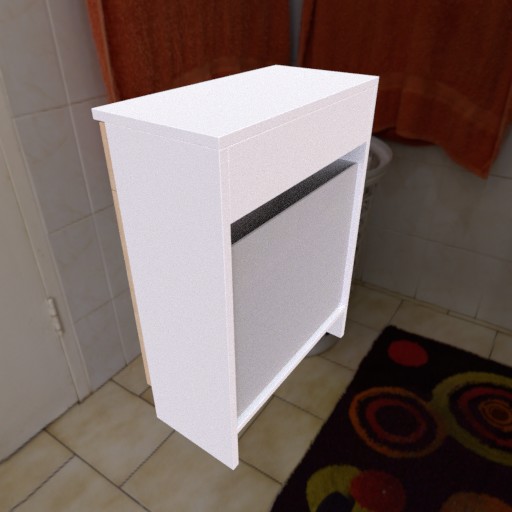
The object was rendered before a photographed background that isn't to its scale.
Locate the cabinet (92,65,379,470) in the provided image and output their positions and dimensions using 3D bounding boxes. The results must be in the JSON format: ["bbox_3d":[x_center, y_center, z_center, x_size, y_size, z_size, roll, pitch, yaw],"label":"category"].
[{"bbox_3d":[0.000,0.000,1.140,0.296,0.815,0.600,21,37,30],"label":"cabinet"}]
